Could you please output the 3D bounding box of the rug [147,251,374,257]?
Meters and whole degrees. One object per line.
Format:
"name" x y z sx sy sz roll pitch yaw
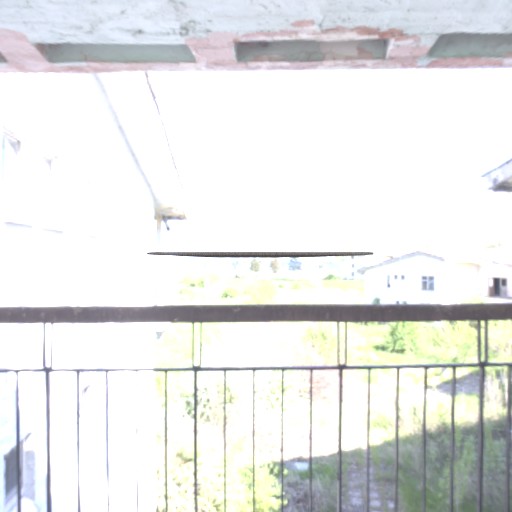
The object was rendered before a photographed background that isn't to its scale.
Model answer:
"rug" 0.000 0.000 2.701 0.769 0.012 2.448 0 0 -1
